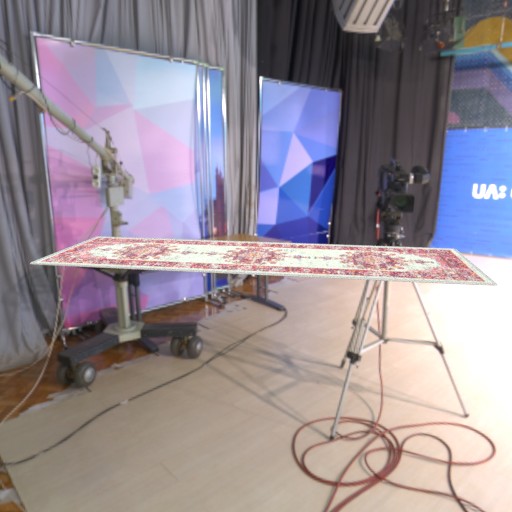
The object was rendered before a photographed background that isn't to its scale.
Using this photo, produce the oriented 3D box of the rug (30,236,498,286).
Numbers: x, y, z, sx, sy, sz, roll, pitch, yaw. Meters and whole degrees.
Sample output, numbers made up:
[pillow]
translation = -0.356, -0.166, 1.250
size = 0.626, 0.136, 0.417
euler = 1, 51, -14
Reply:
[rug]
translation = 0.000, 0.000, 1.971
size = 1.824, 0.009, 0.562
euler = 2, 14, 9
